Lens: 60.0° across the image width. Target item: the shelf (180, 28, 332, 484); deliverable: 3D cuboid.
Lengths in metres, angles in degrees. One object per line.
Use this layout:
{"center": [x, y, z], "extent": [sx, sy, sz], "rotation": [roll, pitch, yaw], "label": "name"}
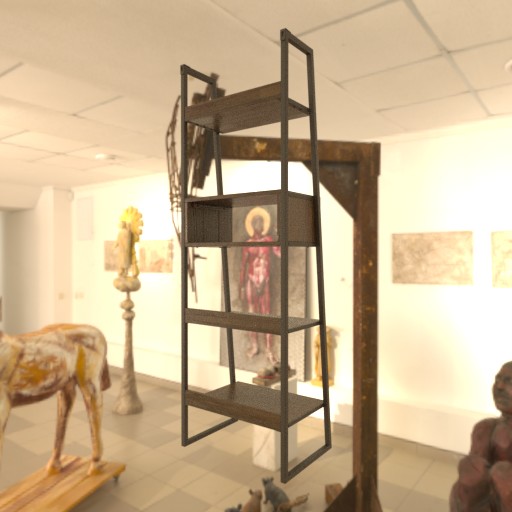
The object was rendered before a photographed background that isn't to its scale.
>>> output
{"center": [0.000, 0.000, 2.318], "extent": [0.652, 2.005, 0.454], "rotation": [0, 1, 36], "label": "shelf"}
